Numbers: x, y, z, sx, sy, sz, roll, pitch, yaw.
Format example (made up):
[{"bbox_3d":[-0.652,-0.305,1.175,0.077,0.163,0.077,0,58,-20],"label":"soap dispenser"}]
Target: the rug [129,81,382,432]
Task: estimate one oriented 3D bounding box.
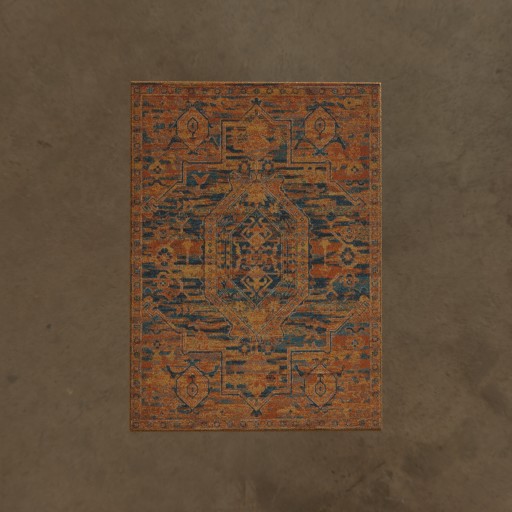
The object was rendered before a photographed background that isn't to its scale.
[{"bbox_3d":[0.000,0.000,2.794,1.588,0.024,2.204,0,89,-1],"label":"rug"}]
